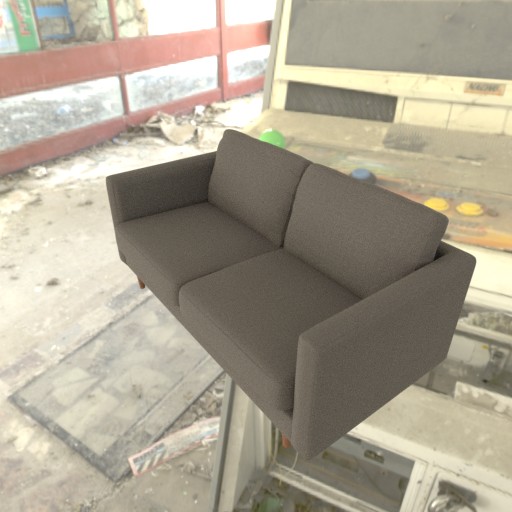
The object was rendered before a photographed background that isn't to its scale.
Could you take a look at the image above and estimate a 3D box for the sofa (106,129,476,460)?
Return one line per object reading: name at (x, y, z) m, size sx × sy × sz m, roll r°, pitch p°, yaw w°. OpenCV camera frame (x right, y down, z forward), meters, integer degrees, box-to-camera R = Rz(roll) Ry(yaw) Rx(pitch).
sofa at (0.000, 0.000, 2.219) m, size 0.940 × 0.866 × 1.713 m, roll -22°, pitch 38°, yaw -31°
